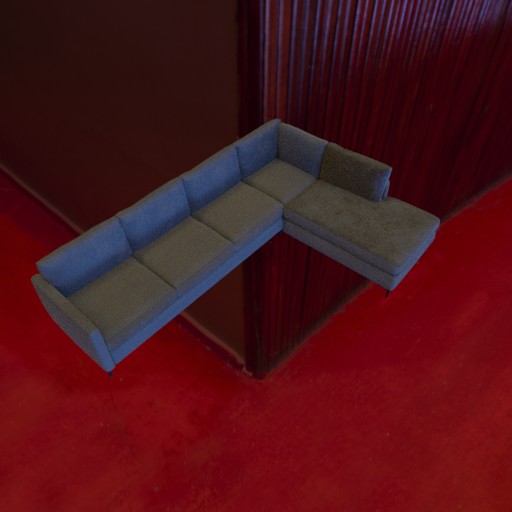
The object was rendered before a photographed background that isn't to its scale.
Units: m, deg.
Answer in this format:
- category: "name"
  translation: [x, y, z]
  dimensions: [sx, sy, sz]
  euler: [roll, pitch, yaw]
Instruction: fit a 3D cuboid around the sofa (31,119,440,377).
- category: "sofa"
  translation: [0.000, 0.000, 3.183]
  dimensions: [1.707, 0.687, 2.486]
  euler: [32, 54, 27]
